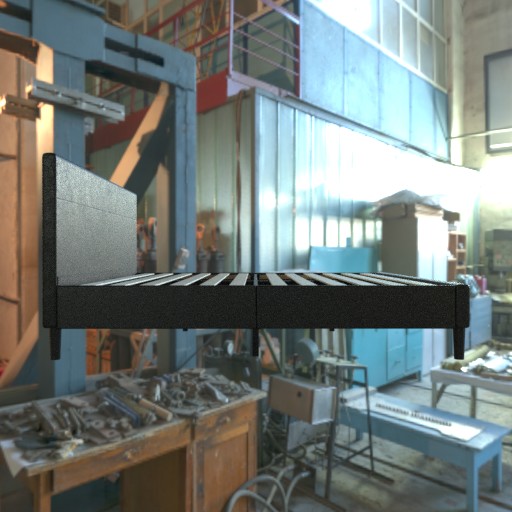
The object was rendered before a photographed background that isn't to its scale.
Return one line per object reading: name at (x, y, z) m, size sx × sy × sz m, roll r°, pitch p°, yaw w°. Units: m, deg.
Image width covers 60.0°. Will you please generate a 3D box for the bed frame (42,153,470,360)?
bed frame at (0.000, 0.000, 3.209) m, size 2.318 × 1.127 × 1.634 m, roll 0°, pitch 0°, yaw 0°
